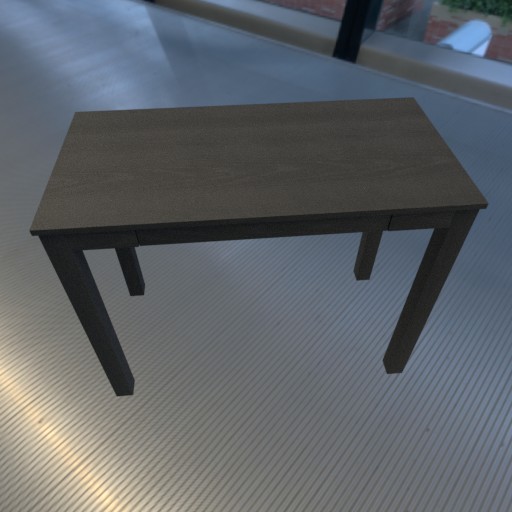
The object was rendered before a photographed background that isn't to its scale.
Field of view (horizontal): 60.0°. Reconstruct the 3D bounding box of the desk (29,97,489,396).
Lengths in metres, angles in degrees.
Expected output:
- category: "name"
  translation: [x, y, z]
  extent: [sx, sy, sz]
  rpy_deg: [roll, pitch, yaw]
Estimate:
- category: "desk"
  translation: [0.000, 0.000, 1.398]
  extent: [0.991, 0.762, 0.499]
  rpy_deg: [-4, 46, -4]
